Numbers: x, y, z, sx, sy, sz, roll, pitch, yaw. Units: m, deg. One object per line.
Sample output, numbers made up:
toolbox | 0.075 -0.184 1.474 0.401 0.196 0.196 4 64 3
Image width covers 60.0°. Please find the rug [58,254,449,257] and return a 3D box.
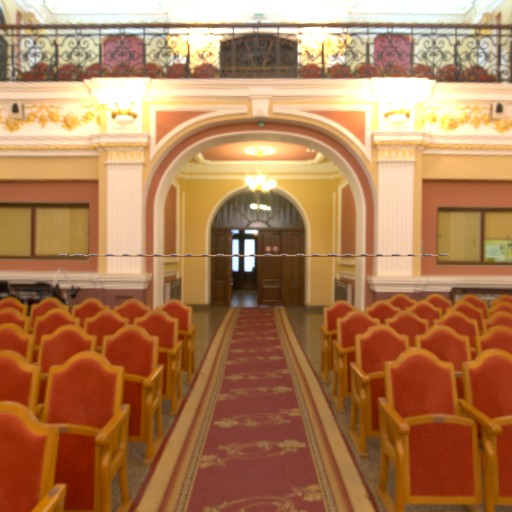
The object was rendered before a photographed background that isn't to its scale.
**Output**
rug | 0.000 0.000 2.891 1.544 0.010 2.315 0 0 1
